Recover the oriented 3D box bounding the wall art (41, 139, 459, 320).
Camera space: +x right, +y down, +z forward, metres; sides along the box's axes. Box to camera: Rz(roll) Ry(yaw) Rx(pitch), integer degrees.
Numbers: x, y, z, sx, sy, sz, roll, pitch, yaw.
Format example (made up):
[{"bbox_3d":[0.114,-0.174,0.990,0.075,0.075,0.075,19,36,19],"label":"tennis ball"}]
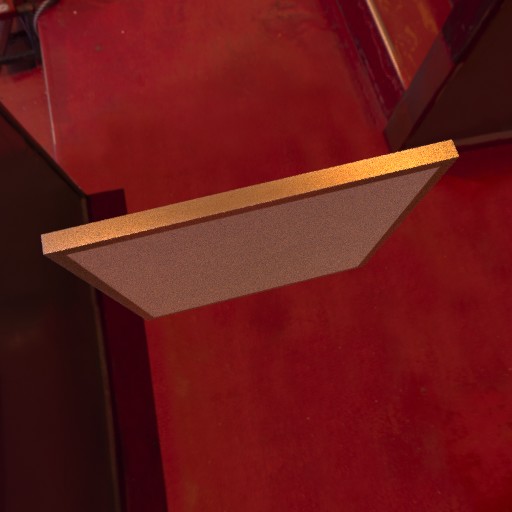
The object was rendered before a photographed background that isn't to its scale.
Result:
[{"bbox_3d":[0.000,0.000,1.156,0.762,0.760,0.037,-14,74,-4],"label":"wall art"}]
